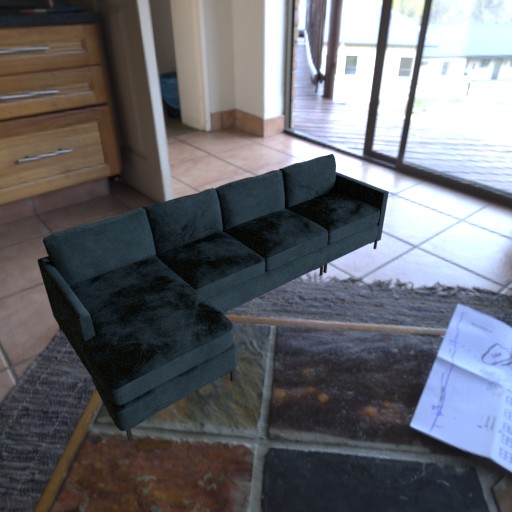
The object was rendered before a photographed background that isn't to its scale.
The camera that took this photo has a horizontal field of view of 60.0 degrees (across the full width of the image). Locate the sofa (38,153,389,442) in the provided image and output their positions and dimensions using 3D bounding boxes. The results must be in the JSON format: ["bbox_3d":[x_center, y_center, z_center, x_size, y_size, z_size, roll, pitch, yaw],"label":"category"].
[{"bbox_3d":[0.000,0.000,4.060,3.400,0.967,1.500,-22,38,-32],"label":"sofa"}]
